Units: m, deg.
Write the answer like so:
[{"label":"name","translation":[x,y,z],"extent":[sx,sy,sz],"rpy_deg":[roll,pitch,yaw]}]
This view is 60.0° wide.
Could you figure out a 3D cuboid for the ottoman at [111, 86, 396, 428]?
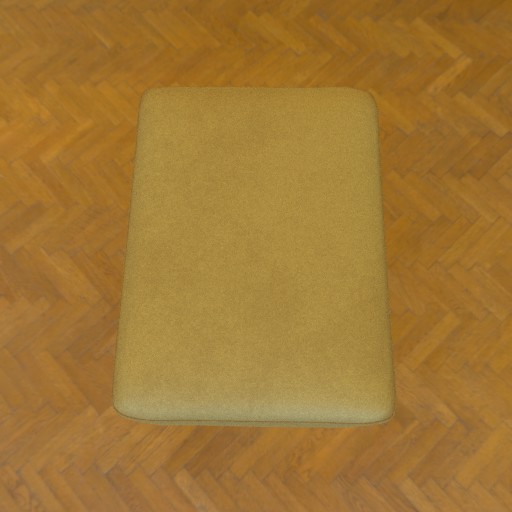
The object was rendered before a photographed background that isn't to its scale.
[{"label":"ottoman","translation":[0.000,0.000,1.157],"extent":[0.608,0.449,0.811],"rpy_deg":[1,75,0]}]
